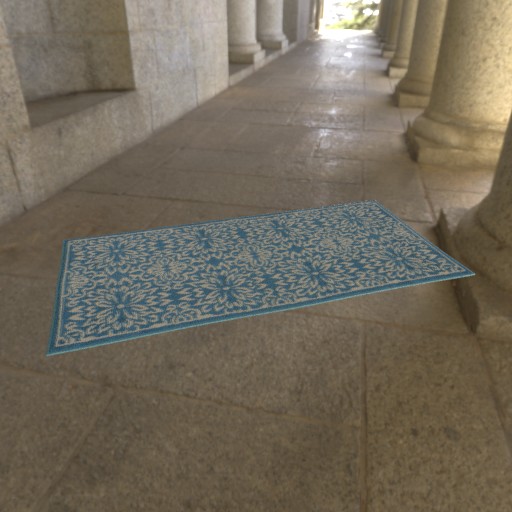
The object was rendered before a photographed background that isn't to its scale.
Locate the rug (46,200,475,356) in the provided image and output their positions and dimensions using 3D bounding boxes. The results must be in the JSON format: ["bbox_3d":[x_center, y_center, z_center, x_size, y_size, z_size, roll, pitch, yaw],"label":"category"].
[{"bbox_3d":[0.000,0.000,1.446,1.219,0.007,0.604,-9,31,-15],"label":"rug"}]
